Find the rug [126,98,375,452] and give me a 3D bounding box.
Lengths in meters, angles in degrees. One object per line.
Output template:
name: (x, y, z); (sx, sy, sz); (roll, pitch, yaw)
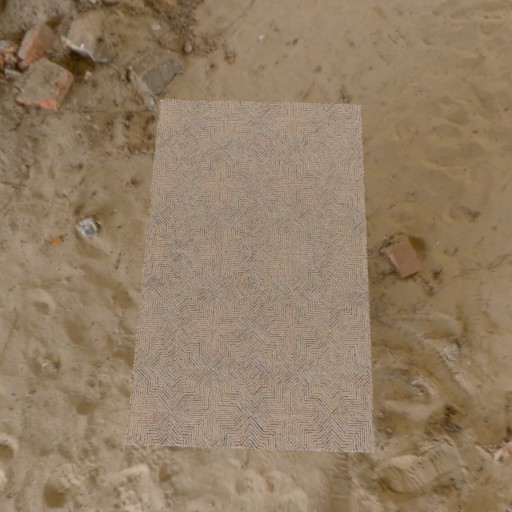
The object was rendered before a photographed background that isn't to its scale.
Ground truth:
rug: (0.000, 0.000, 3.018); (1.519, 0.007, 2.428); (2, 74, 0)
